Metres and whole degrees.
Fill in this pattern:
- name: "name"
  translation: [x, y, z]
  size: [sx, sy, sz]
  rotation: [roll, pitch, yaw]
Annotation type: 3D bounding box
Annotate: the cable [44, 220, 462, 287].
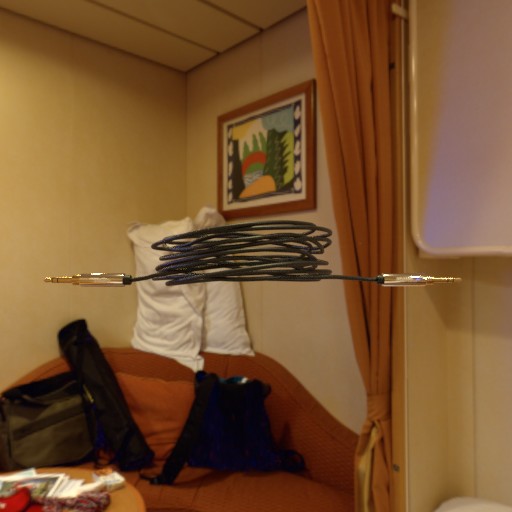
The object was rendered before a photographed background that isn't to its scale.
- name: "cable"
  translation: [0.000, 0.000, 0.505]
  size: [0.432, 0.069, 0.198]
  rotation: [0, -2, 1]
